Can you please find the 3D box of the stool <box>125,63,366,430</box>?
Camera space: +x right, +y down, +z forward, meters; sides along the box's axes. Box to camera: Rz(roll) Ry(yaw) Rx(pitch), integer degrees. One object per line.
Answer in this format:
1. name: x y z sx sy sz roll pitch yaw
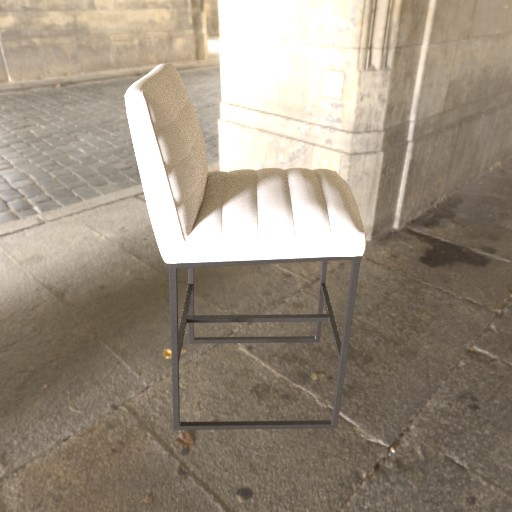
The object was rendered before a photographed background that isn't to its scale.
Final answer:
1. stool: 0.000 0.000 1.374 0.573 1.061 0.464 0 30 -1
